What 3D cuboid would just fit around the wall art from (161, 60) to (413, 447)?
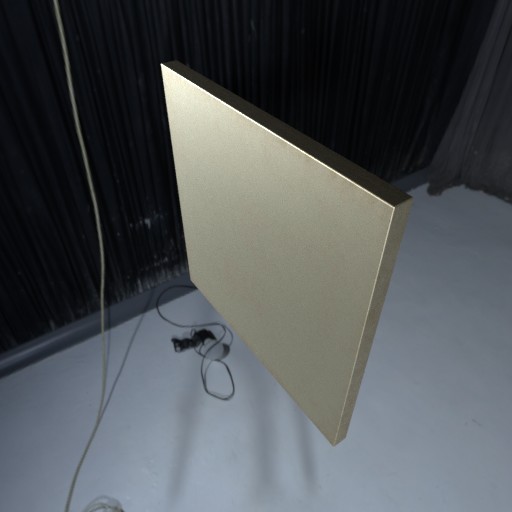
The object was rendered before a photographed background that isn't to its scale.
[{"bbox_3d":[0.000,0.000,0.757,0.030,0.506,0.503,-25,48,-26],"label":"wall art"}]
